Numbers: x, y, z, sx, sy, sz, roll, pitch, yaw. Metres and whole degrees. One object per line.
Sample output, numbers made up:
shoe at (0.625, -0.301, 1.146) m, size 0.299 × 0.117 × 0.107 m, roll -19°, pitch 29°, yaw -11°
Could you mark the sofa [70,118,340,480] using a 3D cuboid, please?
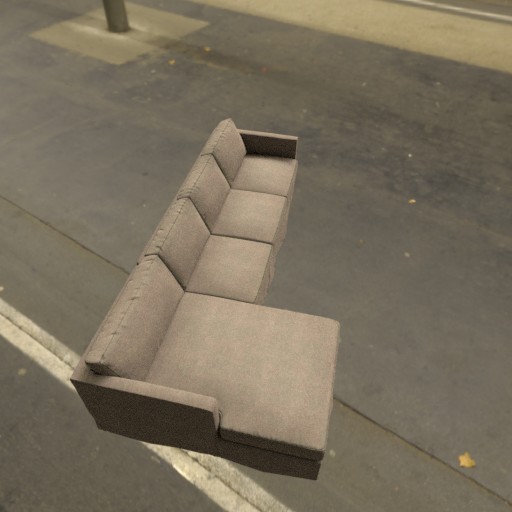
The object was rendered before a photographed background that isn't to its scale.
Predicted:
sofa at (0.000, 0.000, 3.862) m, size 1.650 × 0.922 × 3.205 m, roll 9°, pitch 46°, yaw 9°
